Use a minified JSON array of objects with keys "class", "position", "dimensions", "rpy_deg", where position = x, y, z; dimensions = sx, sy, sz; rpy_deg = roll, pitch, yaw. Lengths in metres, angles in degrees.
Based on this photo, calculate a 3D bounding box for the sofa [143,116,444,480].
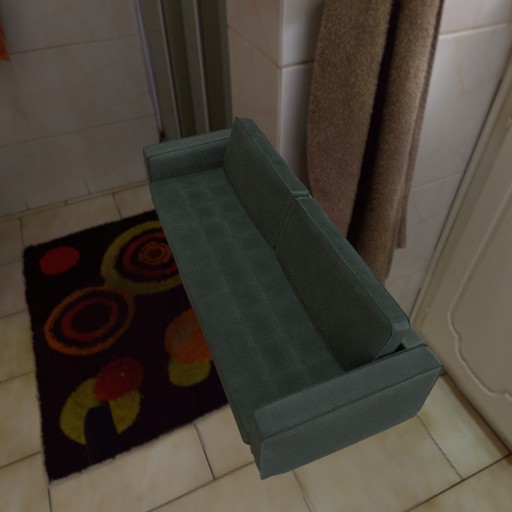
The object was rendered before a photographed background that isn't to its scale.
[{"class":"sofa","position":[0.000,0.000,2.609],"dimensions":[0.886,0.781,2.214],"rpy_deg":[-16,48,-15]}]
